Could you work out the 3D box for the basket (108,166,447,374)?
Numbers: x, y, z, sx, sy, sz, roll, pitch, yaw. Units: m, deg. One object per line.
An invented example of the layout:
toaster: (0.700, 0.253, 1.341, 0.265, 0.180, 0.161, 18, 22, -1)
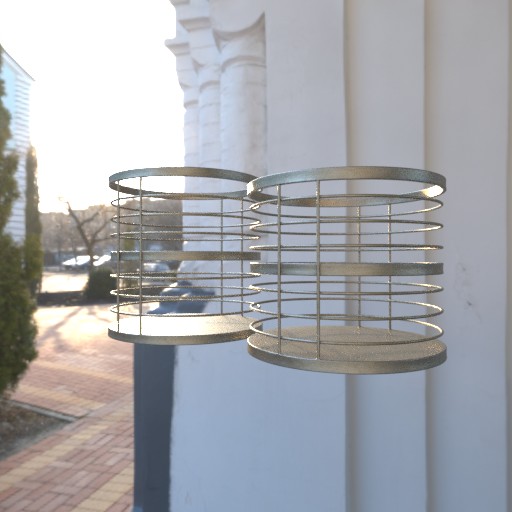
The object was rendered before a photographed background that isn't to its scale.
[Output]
basket: (0.000, 0.000, 0.935, 0.746, 0.351, 0.356, 0, -1, 34)
